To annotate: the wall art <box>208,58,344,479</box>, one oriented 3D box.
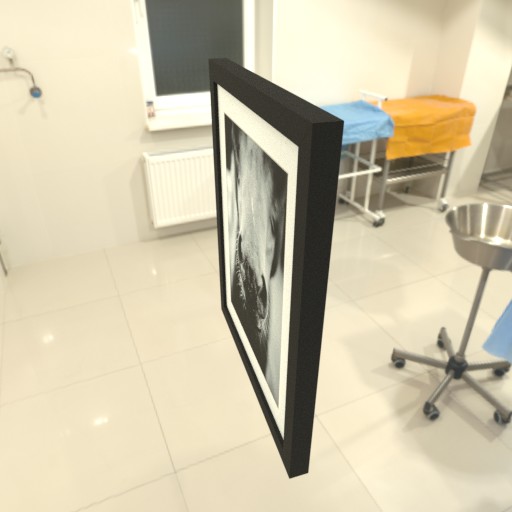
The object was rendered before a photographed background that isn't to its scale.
[{"bbox_3d":[0.000,0.000,0.541,0.024,0.404,0.329,-9,33,-15],"label":"wall art"}]
